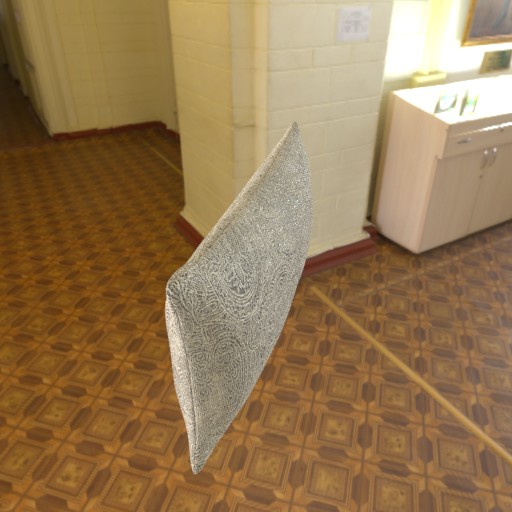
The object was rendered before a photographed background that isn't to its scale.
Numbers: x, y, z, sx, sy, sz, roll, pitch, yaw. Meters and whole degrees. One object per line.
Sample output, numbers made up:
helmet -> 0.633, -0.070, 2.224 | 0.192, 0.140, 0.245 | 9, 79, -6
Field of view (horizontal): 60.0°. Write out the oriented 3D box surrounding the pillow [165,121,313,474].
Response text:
pillow -> 0.000, 0.000, 0.734 | 0.151, 0.295, 0.615 | 8, 32, 13
